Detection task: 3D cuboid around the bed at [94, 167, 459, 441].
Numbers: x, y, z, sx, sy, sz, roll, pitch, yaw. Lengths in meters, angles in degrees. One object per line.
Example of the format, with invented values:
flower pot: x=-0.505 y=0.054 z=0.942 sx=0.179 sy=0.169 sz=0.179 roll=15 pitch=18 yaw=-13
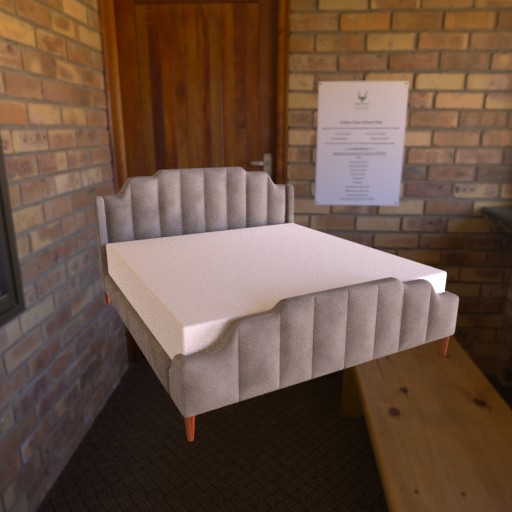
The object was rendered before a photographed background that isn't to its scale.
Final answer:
bed: x=0.000 y=0.000 z=3.584 sx=2.074 sy=1.245 sz=2.340 roll=-8 pitch=18 yaw=-27
